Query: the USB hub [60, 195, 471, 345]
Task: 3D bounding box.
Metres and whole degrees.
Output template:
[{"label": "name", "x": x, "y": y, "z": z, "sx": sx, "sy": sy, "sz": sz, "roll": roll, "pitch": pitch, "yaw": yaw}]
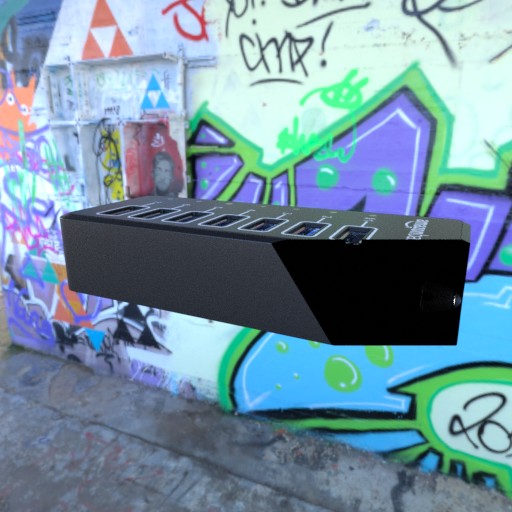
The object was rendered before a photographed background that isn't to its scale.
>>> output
[{"label": "USB hub", "x": 0.000, "y": 0.000, "z": 0.128, "sx": 0.110, "sy": 0.023, "sz": 0.044, "roll": 8, "pitch": 18, "yaw": 24}]
